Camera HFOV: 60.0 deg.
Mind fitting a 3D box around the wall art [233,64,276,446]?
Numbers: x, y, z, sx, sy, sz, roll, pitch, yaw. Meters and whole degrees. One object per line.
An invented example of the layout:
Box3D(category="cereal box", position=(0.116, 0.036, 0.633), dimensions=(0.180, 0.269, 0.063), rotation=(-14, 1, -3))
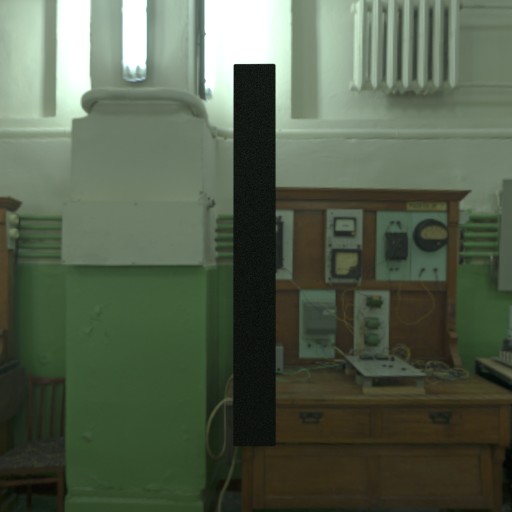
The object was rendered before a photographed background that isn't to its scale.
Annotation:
Box3D(category="wall art", position=(0.000, 0.000, 0.863), dimensions=(0.051, 0.456, 0.671), rotation=(0, 0, 0))
